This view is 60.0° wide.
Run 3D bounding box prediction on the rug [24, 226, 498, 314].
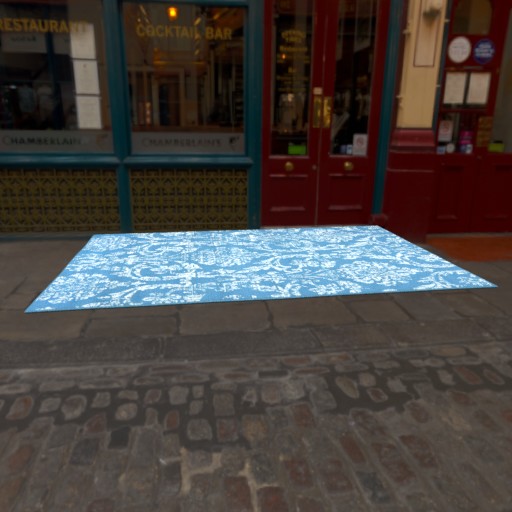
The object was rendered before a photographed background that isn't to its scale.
[{"bbox_3d":[0.000,0.000,2.268,1.833,0.012,1.211,-2,16,-8],"label":"rug"}]
